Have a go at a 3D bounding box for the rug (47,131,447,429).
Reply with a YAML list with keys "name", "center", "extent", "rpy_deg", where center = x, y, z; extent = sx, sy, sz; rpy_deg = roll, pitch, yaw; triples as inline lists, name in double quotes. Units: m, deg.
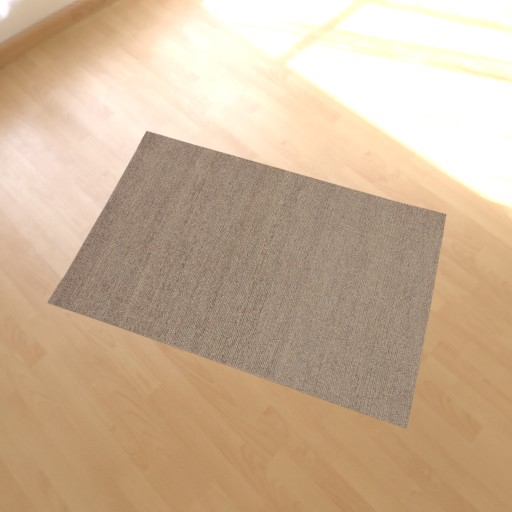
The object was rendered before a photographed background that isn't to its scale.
- name: "rug"
  center: [0.000, 0.000, 2.284]
  extent: [1.792, 0.021, 1.154]
  rpy_deg: [17, 65, 8]
